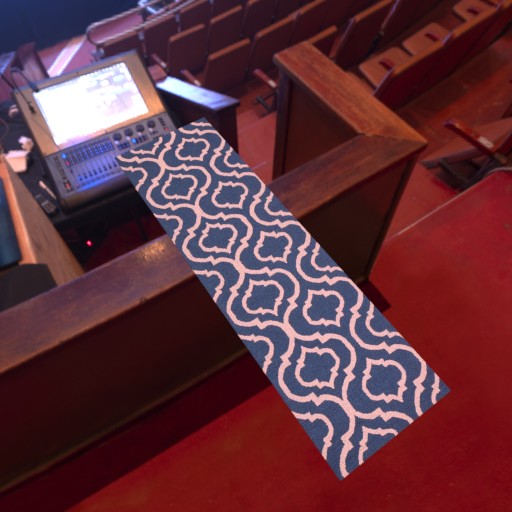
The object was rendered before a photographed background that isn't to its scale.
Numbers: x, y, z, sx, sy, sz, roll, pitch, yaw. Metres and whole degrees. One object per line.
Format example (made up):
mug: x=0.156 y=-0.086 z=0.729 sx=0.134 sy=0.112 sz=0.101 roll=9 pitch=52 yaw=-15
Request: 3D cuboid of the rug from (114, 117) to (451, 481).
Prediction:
rug: x=0.000 y=0.000 z=2.513 sx=0.685 sy=0.006 sz=2.296 roll=-30 pitch=63 yaw=-17
